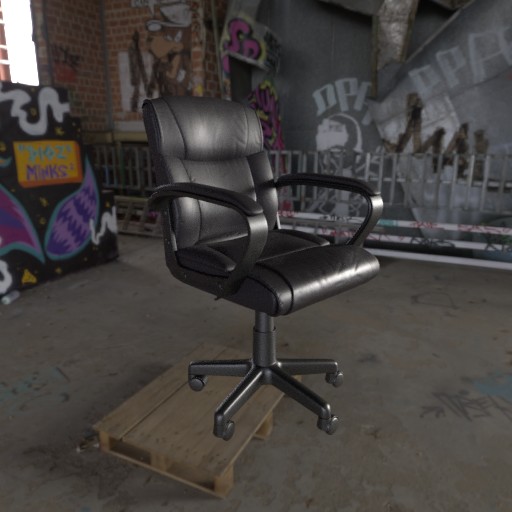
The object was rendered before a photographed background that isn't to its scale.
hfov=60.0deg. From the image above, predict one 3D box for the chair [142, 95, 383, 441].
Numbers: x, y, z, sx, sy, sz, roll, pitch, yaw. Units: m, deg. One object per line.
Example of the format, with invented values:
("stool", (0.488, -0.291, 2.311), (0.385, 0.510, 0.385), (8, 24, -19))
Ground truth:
("chair", (0.000, 0.000, 1.417), (0.576, 0.998, 0.641), (-14, 20, -42))
